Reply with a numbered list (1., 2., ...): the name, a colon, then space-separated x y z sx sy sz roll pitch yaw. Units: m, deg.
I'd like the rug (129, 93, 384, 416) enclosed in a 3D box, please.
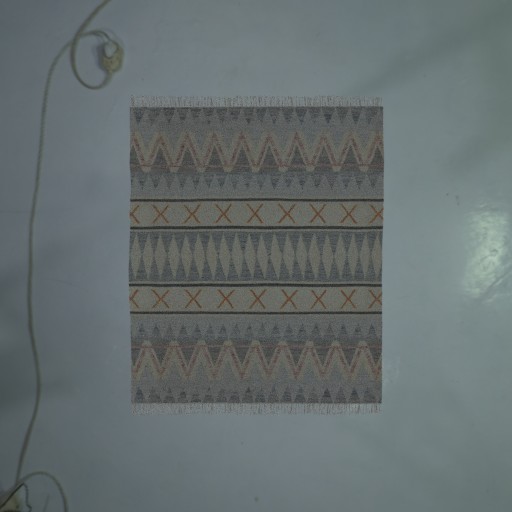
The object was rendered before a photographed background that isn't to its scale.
1. rug: 0.000 0.000 4.118 2.371 0.012 3.000 0 91 0
